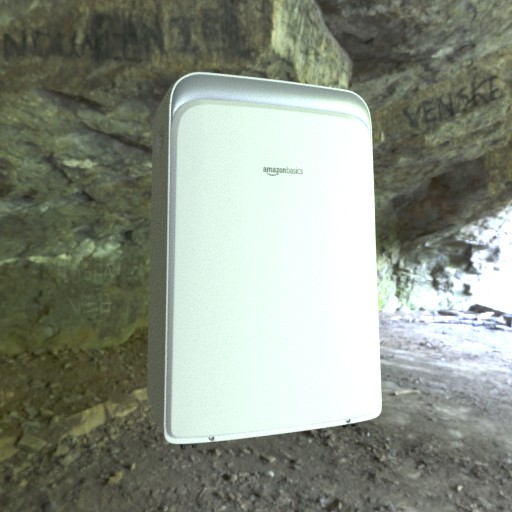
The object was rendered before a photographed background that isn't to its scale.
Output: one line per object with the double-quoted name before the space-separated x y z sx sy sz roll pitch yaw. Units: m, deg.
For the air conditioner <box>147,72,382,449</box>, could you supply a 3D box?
"air conditioner" 0.000 0.000 0.964 0.454 0.700 0.365 0 1 -17
